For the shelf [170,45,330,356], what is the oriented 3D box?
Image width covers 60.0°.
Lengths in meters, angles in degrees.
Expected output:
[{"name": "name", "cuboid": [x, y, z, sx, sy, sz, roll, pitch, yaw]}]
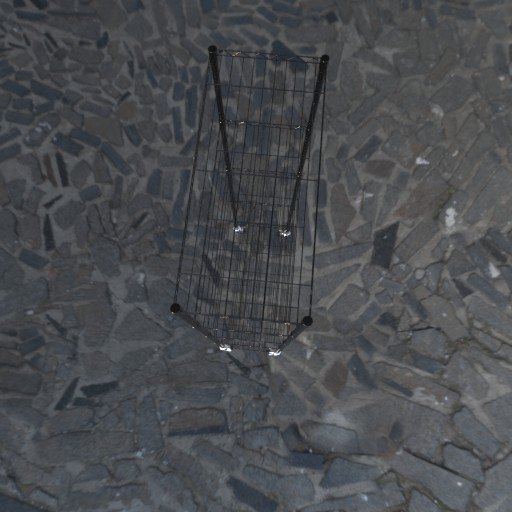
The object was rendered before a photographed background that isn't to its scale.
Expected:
[{"name": "shelf", "cuboid": [0.000, 0.000, 1.921, 0.356, 1.645, 0.762, 5, 75, 1]}]
